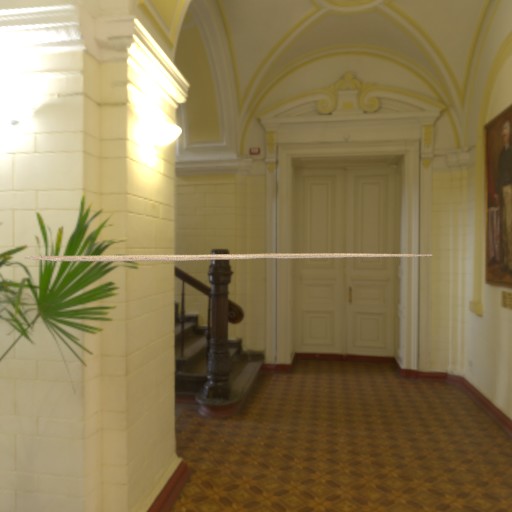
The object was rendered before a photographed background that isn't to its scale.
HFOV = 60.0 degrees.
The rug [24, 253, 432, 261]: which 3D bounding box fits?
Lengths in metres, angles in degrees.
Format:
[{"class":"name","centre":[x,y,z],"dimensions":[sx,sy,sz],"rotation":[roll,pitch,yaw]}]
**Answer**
[{"class":"rug","centre":[0.000,0.000,2.671],"dimensions":[2.383,0.018,0.857],"rotation":[-1,1,-36]}]
